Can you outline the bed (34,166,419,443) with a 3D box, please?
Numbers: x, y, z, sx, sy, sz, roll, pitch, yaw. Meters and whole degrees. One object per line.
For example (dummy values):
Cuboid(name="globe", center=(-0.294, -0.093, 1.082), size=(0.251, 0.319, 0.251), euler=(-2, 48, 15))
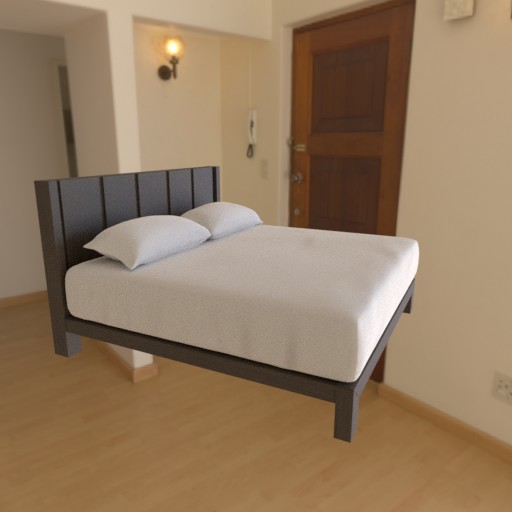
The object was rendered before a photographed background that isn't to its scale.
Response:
Cuboid(name="bed", center=(0.000, 0.000, 3.534), size=(2.238, 1.261, 2.143), euler=(7, 16, 26))
